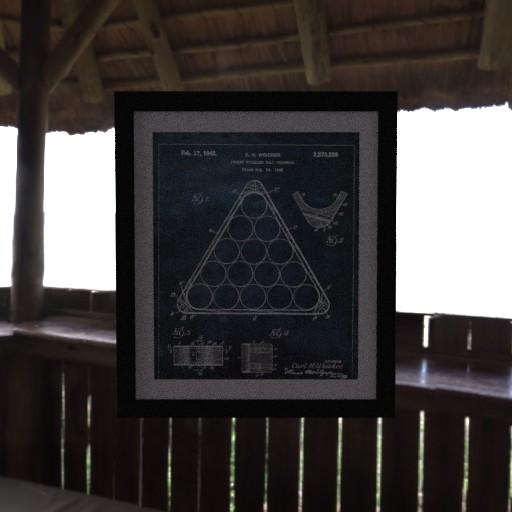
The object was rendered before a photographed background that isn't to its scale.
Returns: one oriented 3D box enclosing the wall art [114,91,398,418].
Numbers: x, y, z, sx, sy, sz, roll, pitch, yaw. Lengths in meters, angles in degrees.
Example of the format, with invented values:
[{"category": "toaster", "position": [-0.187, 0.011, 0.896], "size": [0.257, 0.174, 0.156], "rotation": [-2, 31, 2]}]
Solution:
[{"category": "wall art", "position": [0.000, 0.000, 0.495], "size": [0.311, 0.361, 0.010], "rotation": [0, 2, 0]}]
